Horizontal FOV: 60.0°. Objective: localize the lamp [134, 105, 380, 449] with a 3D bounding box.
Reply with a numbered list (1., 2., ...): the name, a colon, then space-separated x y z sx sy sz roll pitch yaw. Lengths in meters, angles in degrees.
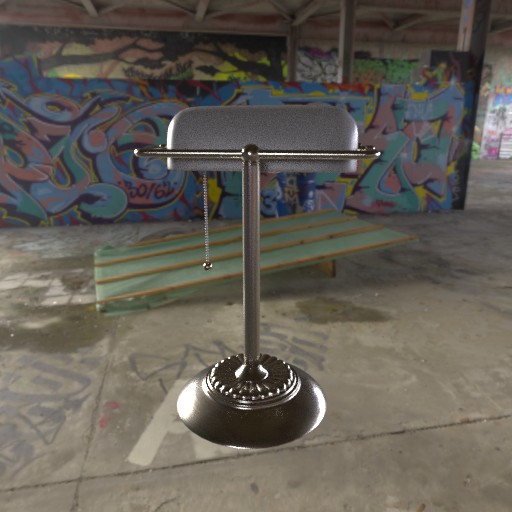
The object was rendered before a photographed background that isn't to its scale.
1. lamp: 0.000 0.000 0.519 0.264 0.339 0.243 2 16 9
